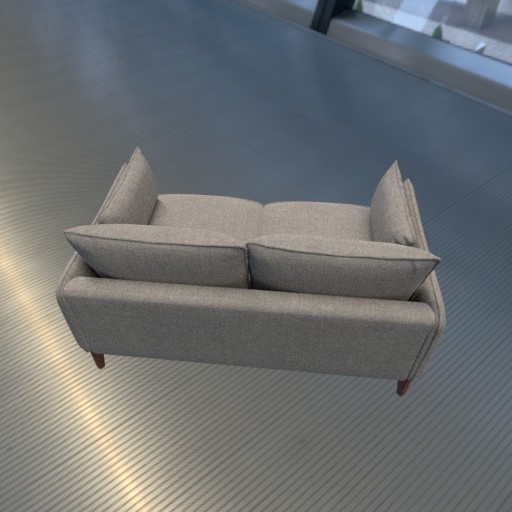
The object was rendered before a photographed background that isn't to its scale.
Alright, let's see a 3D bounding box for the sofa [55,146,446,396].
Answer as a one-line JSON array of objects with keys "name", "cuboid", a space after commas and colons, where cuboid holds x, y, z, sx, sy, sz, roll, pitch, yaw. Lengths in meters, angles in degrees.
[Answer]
[{"name": "sofa", "cuboid": [0.000, 0.000, 2.148, 1.580, 0.851, 0.972, 4, 45, 4]}]
